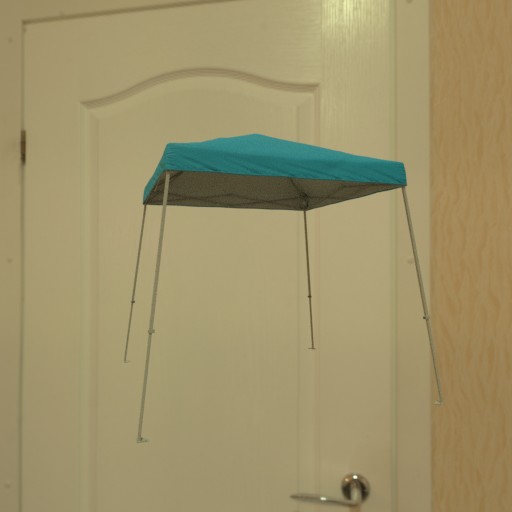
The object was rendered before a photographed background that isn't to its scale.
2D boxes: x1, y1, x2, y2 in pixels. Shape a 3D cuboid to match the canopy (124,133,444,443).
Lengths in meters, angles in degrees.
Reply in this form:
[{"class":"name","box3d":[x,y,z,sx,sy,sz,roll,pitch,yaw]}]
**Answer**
[{"class":"canopy","box3d":[0.000,0.000,6.506,3.599,3.600,3.600,0,-1,-19]}]
